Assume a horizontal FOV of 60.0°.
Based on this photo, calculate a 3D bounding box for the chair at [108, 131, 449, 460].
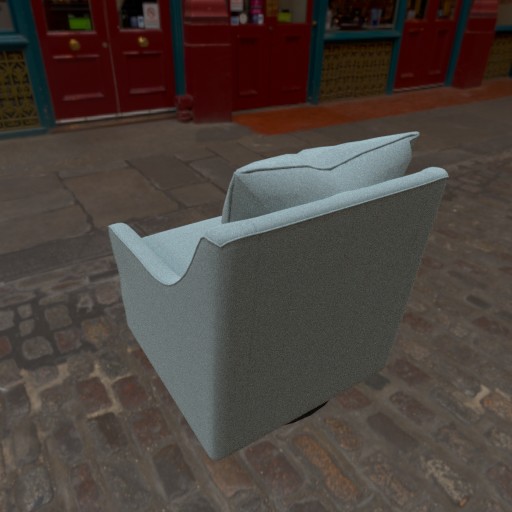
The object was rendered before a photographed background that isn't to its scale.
[{"bbox_3d":[0.000,0.000,1.530,0.760,0.926,0.870,-18,35,-28],"label":"chair"}]
